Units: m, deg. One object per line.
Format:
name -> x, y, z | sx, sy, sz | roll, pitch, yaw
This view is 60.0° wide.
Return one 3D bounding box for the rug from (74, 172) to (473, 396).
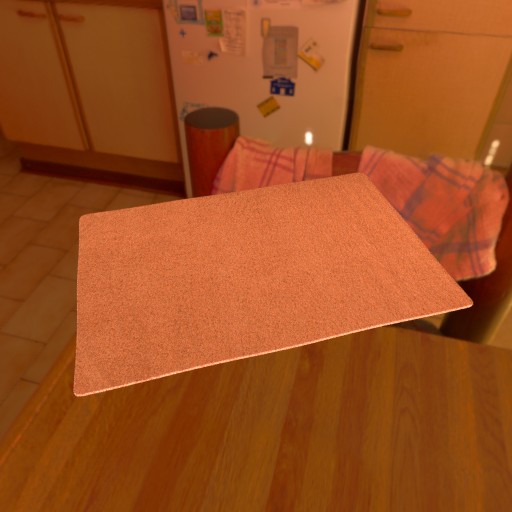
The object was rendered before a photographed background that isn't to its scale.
rug -> 0.000, 0.000, 3.493 | 2.700, 0.024, 1.801 | -10, 44, -11
